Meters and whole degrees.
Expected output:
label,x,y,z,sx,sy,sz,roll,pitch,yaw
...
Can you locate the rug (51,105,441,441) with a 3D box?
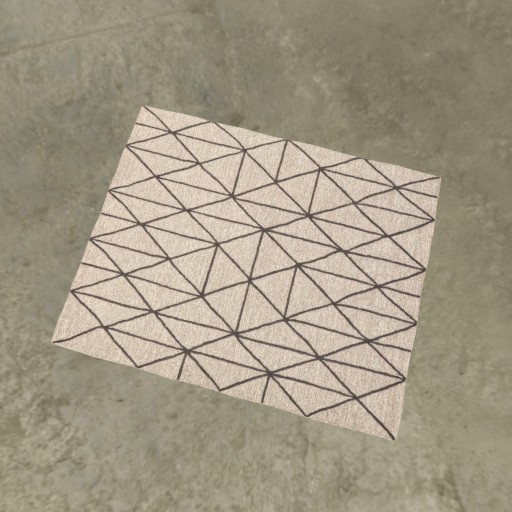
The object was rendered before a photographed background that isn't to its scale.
label,x,y,z,sx,sy,sz,roll,pitch,yaw
rug,0.000,0.000,4.053,3.061,0.022,2.468,15,75,4
